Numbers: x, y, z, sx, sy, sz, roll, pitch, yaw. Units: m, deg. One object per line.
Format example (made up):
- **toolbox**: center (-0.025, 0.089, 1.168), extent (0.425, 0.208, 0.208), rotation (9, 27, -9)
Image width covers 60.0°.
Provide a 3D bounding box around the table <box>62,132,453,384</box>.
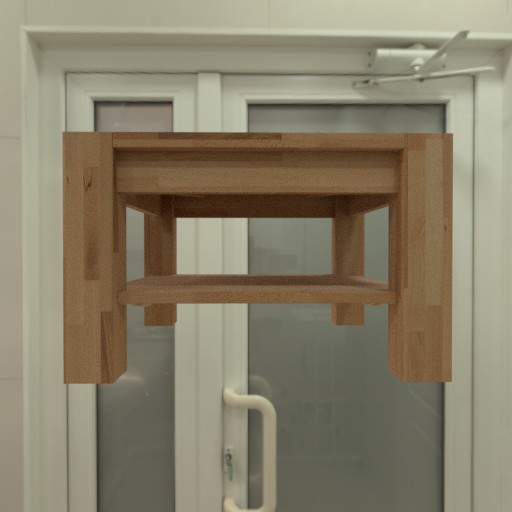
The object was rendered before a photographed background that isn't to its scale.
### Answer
- **table**: center (0.000, 0.000, 1.145), extent (0.700, 0.451, 0.700), rotation (0, 1, -1)
